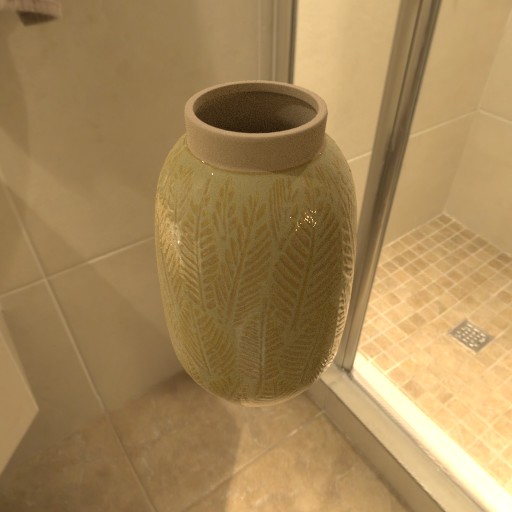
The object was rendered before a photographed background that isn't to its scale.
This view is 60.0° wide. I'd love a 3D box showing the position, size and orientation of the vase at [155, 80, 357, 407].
[{"bbox_3d":[0.000,0.000,0.387,0.172,0.270,0.172,0,41,0],"label":"vase"}]
